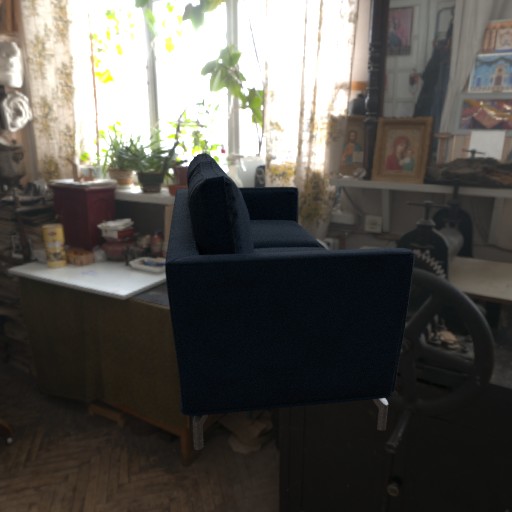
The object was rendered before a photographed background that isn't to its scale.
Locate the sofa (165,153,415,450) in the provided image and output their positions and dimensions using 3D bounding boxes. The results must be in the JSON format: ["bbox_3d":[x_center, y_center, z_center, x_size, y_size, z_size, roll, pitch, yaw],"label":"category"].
[{"bbox_3d":[0.000,0.000,2.359,0.853,1.002,1.770,-2,16,-8],"label":"sofa"}]
